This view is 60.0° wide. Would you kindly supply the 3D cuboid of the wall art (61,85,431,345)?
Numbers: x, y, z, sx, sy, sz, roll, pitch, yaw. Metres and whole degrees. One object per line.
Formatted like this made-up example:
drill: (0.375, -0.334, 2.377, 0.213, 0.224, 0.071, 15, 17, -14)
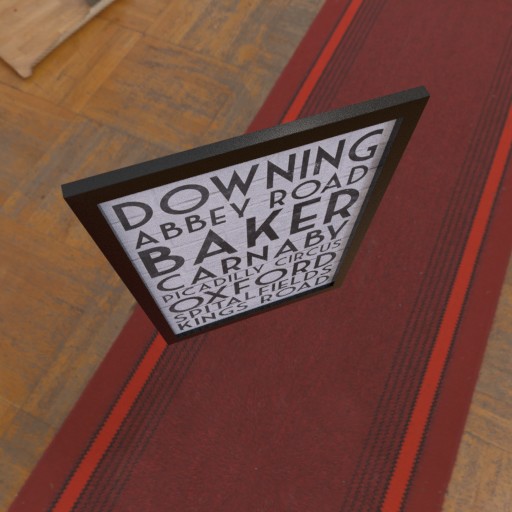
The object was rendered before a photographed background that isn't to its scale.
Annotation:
wall art: (0.000, 0.000, 0.544, 0.304, 0.432, 0.013, -18, 66, -8)
